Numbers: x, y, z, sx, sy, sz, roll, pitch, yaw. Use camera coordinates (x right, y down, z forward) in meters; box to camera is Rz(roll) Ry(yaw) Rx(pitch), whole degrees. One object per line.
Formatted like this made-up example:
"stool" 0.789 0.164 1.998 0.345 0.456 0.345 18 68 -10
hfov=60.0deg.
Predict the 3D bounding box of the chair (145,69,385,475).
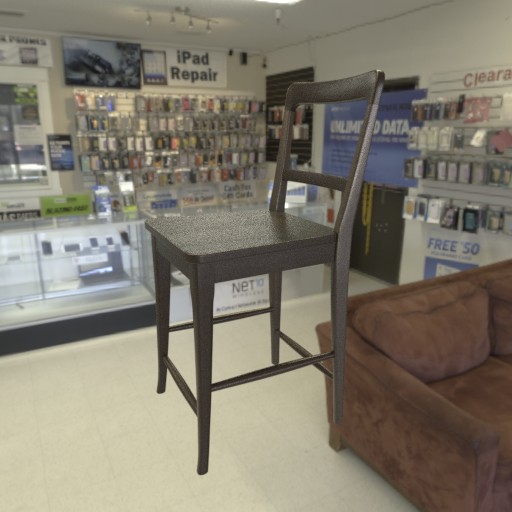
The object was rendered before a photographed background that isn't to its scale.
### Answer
"chair" 0.000 0.000 1.288 0.546 0.991 0.450 -8 18 -26
